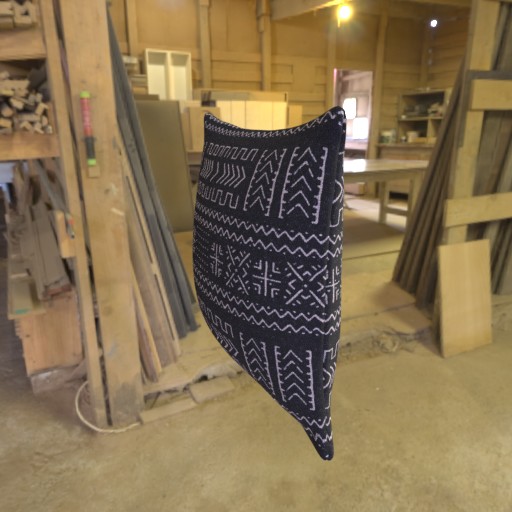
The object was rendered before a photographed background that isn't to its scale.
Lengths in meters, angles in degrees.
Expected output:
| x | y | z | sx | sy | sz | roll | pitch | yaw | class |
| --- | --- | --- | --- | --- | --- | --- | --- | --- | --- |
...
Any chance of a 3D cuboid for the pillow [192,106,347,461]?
| x | y | z | sx | sy | sz | roll | pitch | yaw | class |
| --- | --- | --- | --- | --- | --- | --- | --- | --- | --- |
| 0.000 | 0.000 | 0.682 | 0.164 | 0.430 | 0.438 | -7 | 18 | -23 | pillow |
